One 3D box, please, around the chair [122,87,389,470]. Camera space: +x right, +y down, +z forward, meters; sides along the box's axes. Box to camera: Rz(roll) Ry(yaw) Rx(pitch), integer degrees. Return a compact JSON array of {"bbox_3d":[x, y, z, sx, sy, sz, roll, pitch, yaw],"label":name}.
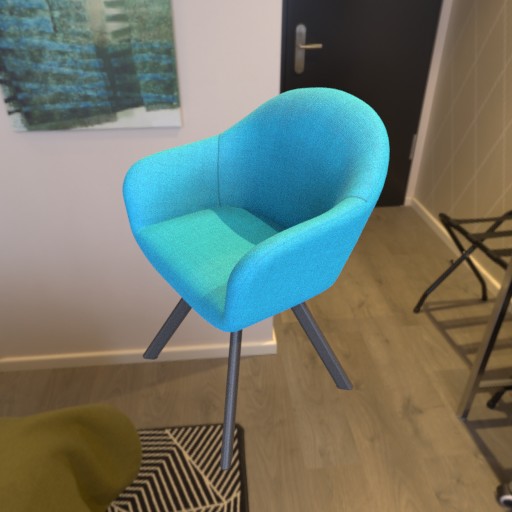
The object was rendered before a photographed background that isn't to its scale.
[{"bbox_3d":[0.000,0.000,1.182,0.550,0.795,0.590,-21,37,-30],"label":"chair"}]
